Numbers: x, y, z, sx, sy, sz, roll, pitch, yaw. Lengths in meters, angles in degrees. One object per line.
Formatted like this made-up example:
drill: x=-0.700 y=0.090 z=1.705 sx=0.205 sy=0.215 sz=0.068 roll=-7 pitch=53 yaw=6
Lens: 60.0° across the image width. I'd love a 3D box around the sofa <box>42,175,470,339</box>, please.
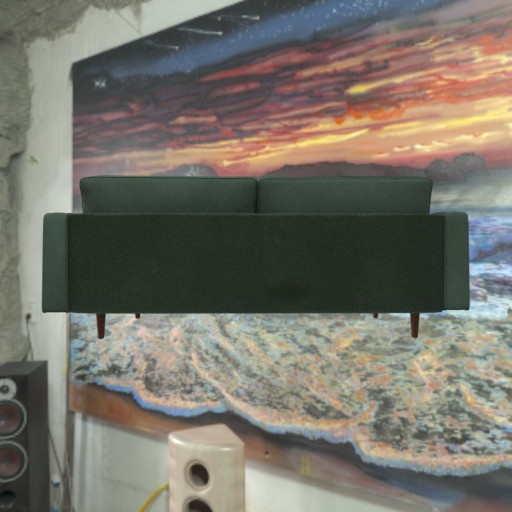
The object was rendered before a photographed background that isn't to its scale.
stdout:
sofa: x=0.000 y=0.000 z=2.361 sx=1.880 sy=0.772 sz=0.916 roll=0 pitch=0 yaw=-1
